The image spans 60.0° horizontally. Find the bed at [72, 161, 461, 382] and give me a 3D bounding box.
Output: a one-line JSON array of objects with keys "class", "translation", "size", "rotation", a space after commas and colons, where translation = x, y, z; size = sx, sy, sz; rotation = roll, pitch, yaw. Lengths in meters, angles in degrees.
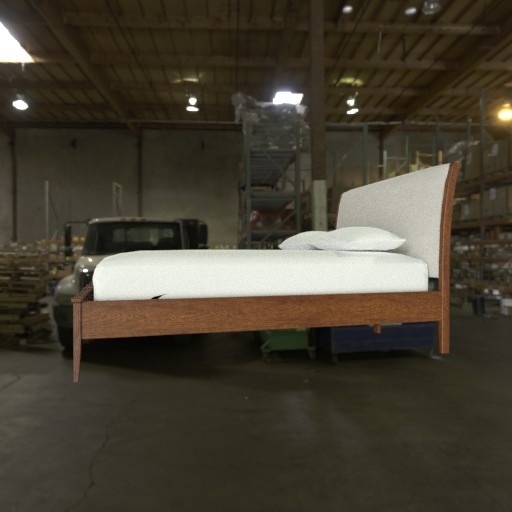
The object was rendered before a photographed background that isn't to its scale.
[{"class": "bed", "translation": [0.000, 0.000, 3.303], "size": [2.380, 1.250, 1.612], "rotation": [0, 0, -16]}]
